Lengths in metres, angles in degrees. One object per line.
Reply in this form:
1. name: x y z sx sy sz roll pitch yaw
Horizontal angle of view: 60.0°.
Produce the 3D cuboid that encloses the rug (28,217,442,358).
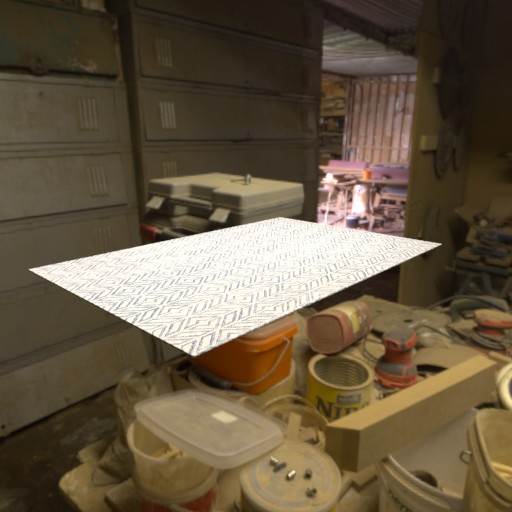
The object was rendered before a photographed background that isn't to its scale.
1. rug: 0.000 0.000 2.316 1.220 0.008 1.824 14 21 41
